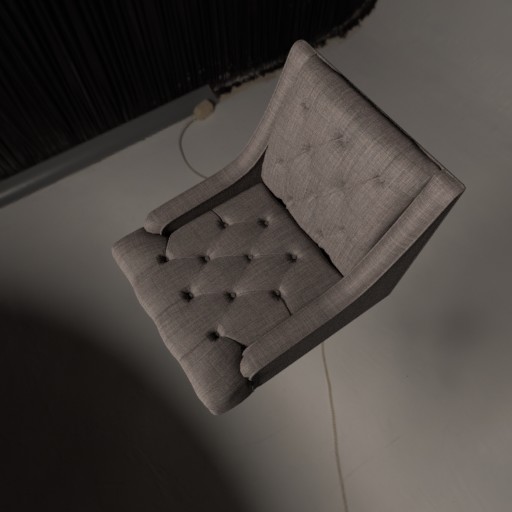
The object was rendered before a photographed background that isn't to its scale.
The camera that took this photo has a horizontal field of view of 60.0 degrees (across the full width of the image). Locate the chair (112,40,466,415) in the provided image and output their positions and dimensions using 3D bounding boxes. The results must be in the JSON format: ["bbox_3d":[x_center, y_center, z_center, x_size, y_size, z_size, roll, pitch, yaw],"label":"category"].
[{"bbox_3d":[0.000,0.000,1.432,0.771,0.891,0.655,-32,67,-15],"label":"chair"}]
